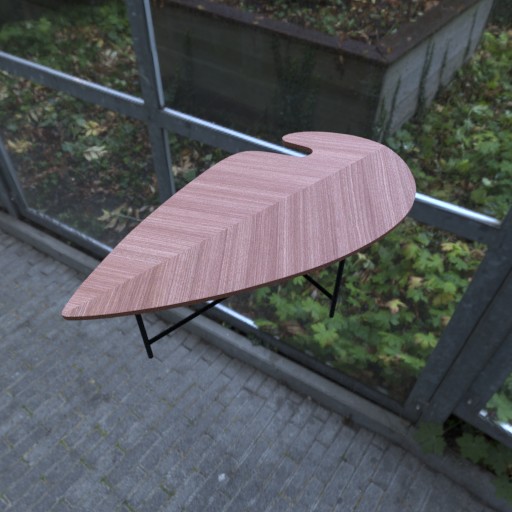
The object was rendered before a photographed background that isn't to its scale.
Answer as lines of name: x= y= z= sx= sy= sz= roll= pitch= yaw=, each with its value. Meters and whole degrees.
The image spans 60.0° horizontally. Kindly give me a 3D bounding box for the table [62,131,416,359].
table: x=0.000 y=0.000 z=1.457 sx=1.199 sy=0.360 sz=0.598 roll=-30 pitch=53 yaw=-26
